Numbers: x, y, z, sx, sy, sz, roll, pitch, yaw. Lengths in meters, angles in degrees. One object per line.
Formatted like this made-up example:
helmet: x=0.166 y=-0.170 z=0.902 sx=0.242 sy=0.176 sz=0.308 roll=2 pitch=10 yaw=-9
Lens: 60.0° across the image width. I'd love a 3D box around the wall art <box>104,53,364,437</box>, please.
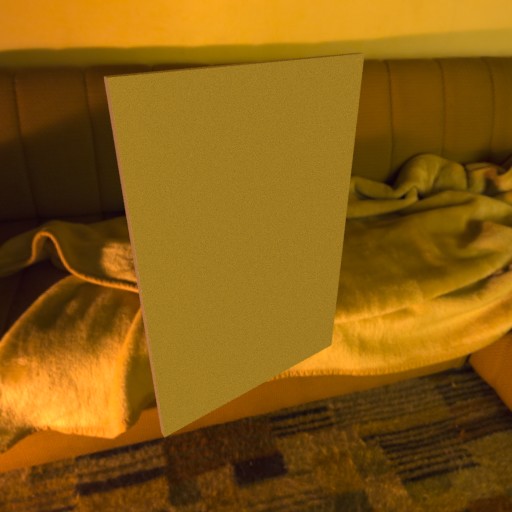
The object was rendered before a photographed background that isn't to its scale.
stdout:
wall art: x=0.000 y=0.000 z=0.589 sx=0.325 sy=0.474 sz=0.010 roll=-20 pitch=36 yaw=-31
